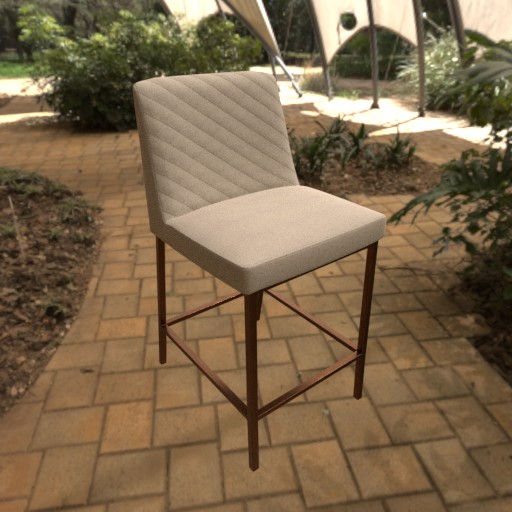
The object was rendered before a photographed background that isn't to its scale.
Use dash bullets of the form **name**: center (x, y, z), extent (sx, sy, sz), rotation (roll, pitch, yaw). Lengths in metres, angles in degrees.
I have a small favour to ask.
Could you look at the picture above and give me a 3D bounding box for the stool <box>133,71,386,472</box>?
- **stool**: center (0.000, 0.000, 1.320), extent (0.507, 0.973, 0.576), rotation (-20, 33, -33)
